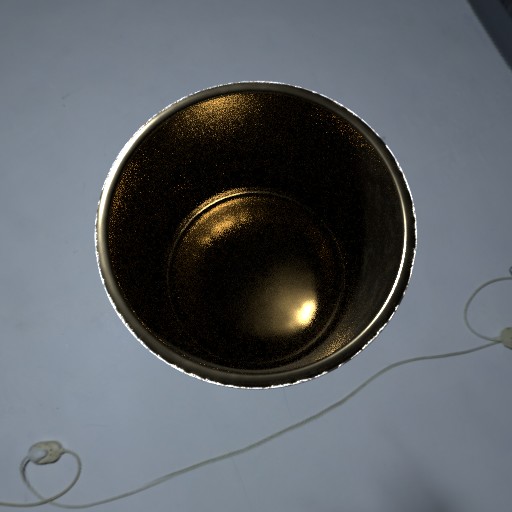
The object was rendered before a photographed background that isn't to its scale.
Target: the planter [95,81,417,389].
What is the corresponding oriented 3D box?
[{"bbox_3d":[0.000,0.000,0.315,0.178,0.157,0.178,0,76,0],"label":"planter"}]
